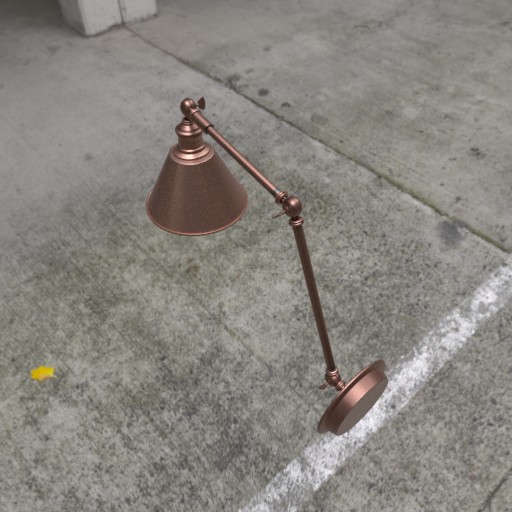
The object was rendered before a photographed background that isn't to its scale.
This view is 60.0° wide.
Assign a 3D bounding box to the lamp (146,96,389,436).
[{"bbox_3d":[0.000,0.000,0.881,0.223,0.502,0.624,-31,53,-27],"label":"lamp"}]
